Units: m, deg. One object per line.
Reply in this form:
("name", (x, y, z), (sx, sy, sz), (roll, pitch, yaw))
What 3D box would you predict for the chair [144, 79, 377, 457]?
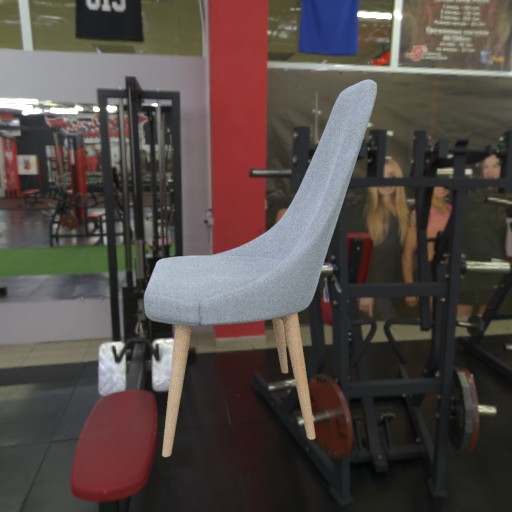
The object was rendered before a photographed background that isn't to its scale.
("chair", (0.000, 0.000, 1.401), (0.660, 1.040, 0.510), (-2, 13, -7))
